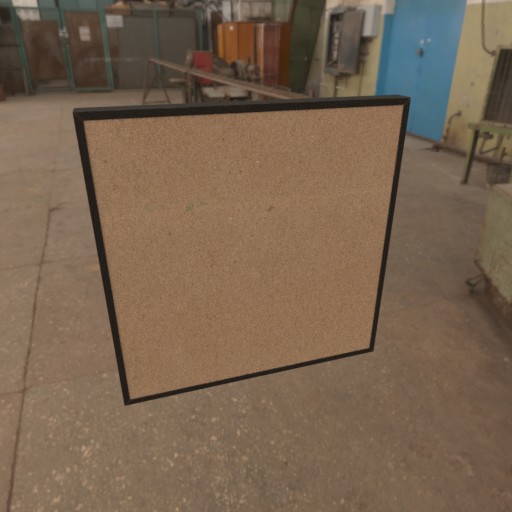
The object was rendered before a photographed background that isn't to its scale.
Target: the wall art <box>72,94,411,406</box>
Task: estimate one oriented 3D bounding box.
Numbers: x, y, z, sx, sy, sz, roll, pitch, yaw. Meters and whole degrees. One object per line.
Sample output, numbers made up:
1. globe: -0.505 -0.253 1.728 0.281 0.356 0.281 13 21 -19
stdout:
1. wall art: 0.000 0.000 0.769 0.508 0.508 0.038 -8 28 -16
